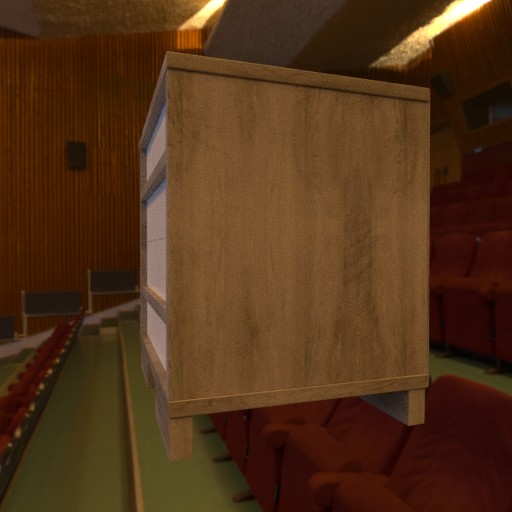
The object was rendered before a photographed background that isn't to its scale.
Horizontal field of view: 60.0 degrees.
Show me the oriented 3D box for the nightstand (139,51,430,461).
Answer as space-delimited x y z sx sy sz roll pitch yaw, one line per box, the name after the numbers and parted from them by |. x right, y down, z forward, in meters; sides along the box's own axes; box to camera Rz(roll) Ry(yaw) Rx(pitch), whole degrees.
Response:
0.000 0.000 0.738 0.347 0.448 0.427 0 1 -19 | nightstand
